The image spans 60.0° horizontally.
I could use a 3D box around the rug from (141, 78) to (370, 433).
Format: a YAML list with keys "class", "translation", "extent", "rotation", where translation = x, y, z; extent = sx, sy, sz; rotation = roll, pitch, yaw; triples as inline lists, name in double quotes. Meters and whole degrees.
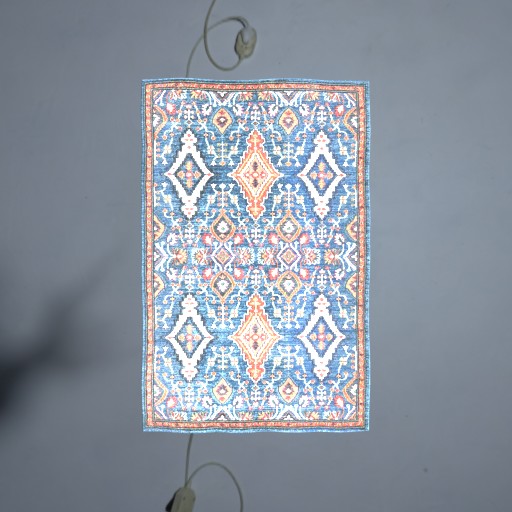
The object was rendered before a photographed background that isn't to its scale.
- class: "rug"
  translation: [0.000, 0.000, 2.315]
  extent: [1.195, 0.014, 1.847]
  rotation: [0, 90, -1]
